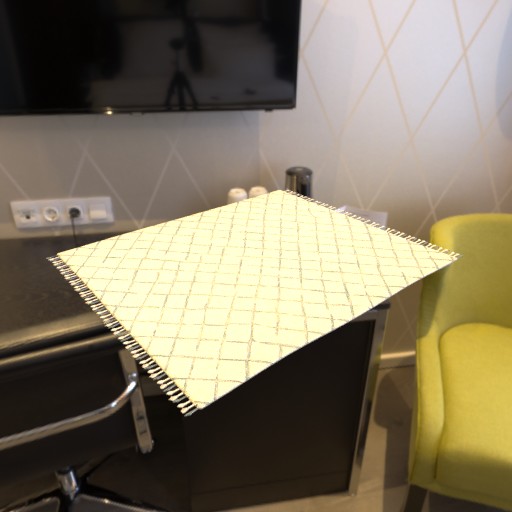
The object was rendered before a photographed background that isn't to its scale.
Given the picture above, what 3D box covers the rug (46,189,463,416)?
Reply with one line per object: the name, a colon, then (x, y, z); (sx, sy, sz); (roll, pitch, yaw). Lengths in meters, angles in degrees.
rug: (0.000, 0.000, 4.866); (3.585, 0.036, 2.892); (-21, 34, -34)
